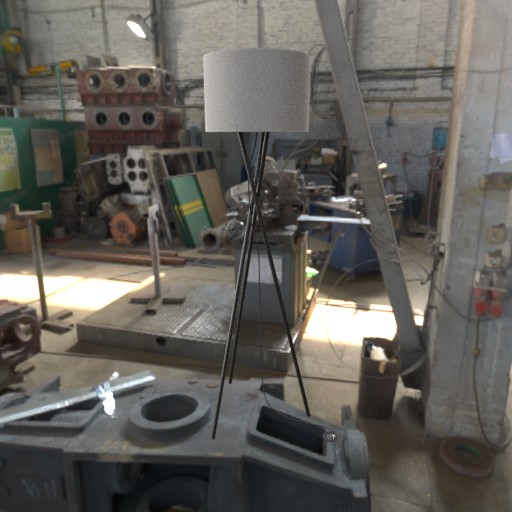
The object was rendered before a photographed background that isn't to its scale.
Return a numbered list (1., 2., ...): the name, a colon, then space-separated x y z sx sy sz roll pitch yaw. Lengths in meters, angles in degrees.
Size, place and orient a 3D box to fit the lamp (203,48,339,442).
1. lamp: 0.000 0.000 1.949 0.522 1.624 0.667 -8 17 -27
